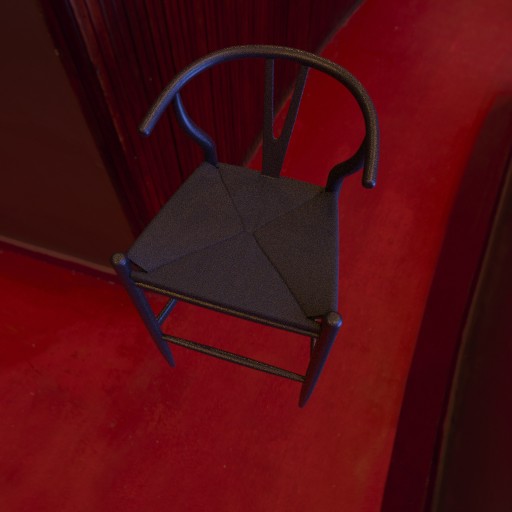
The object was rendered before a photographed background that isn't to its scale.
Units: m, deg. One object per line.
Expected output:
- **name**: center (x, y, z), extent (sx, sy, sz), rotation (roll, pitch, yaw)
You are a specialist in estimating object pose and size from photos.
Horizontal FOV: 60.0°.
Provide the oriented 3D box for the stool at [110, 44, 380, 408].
- **stool**: center (0.000, 0.000, 1.396), extent (0.569, 1.072, 0.579), rotation (15, 60, 9)
